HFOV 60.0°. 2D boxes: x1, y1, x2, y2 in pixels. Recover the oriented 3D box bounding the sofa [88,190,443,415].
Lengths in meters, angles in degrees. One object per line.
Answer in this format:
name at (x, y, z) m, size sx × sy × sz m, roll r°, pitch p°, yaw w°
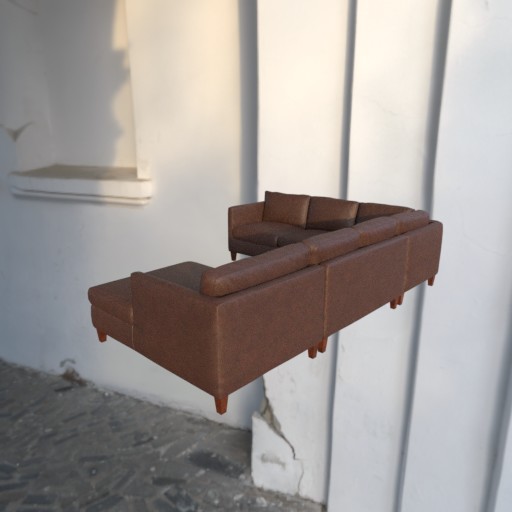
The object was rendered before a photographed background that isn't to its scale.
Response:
sofa at (0.000, 0.000, 4.632) m, size 2.593 × 0.923 × 3.460 m, roll 14°, pitch 20°, yaw 41°
